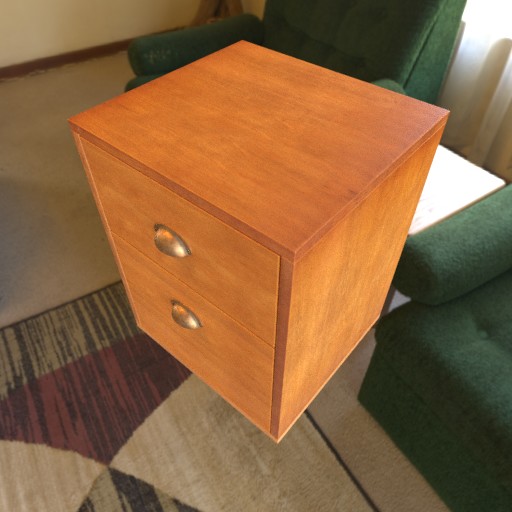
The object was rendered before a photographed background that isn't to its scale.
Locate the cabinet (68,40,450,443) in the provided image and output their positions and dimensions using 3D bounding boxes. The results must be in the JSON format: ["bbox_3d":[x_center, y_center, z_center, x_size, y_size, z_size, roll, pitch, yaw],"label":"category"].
[{"bbox_3d":[0.000,0.000,0.848,0.409,0.579,0.401,32,54,26],"label":"cabinet"}]
